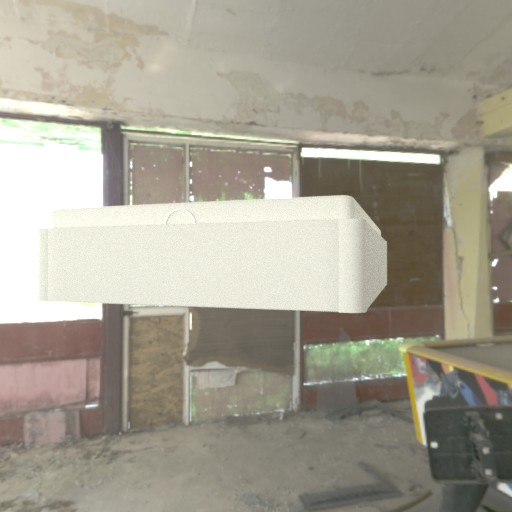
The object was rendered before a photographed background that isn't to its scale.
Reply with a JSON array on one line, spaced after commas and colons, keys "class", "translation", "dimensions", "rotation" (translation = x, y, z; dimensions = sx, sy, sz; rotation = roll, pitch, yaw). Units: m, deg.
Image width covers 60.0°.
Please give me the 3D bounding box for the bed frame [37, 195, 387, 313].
[{"class": "bed frame", "translation": [0.000, 0.000, 2.590], "dimensions": [1.400, 0.406, 1.900], "rotation": [0, -1, 19]}]
